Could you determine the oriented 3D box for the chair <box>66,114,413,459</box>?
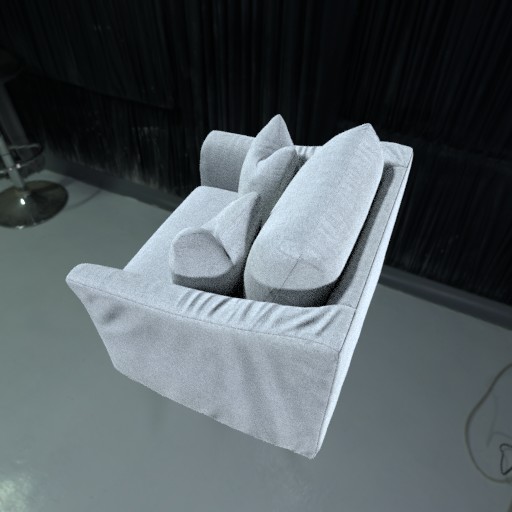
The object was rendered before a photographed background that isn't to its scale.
[{"bbox_3d":[0.000,0.000,2.029,1.071,1.059,1.194,18,48,17],"label":"chair"}]
